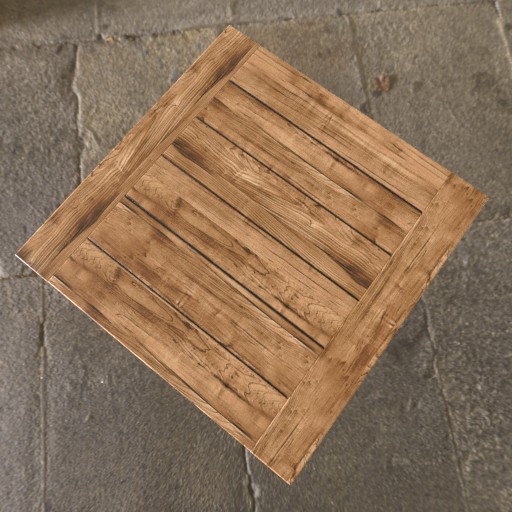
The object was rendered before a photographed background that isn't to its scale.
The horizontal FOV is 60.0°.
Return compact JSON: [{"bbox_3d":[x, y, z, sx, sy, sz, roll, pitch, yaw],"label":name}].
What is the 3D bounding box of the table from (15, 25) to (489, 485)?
[{"bbox_3d":[0.000,0.000,1.019,0.610,0.457,0.610,37,79,9],"label":"table"}]
